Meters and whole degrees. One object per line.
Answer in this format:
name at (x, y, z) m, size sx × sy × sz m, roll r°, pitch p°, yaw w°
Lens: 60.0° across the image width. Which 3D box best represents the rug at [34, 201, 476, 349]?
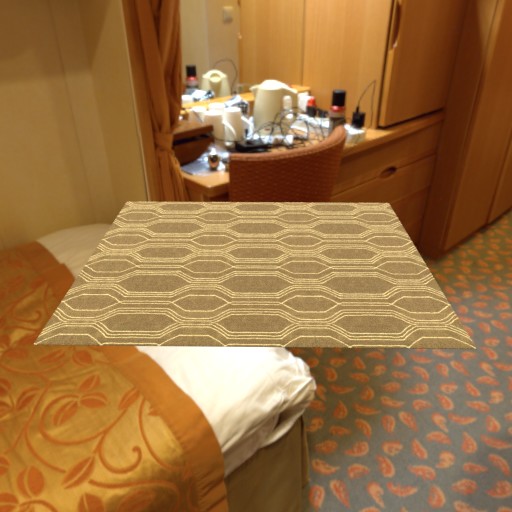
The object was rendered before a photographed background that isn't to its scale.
rug at (0.000, 0.000, 4.118) m, size 3.062 × 0.012 × 2.457 m, roll 0°, pitch 31°, yaw 1°
